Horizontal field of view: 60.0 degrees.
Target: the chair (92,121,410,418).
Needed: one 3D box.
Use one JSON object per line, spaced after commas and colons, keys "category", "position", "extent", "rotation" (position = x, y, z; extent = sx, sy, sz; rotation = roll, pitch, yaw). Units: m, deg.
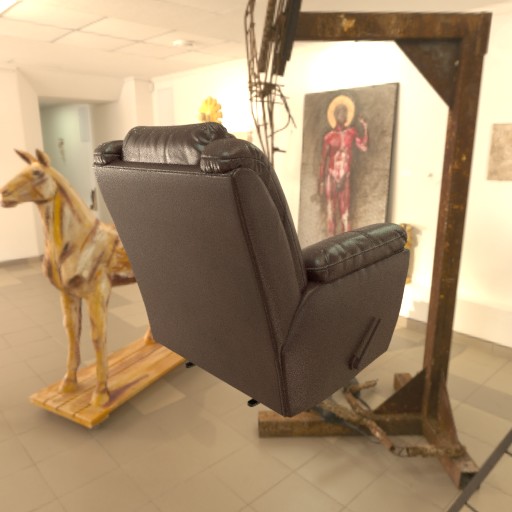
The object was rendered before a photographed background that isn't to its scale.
{"category": "chair", "position": [0.000, 0.000, 1.955], "extent": [1.041, 1.093, 0.990], "rotation": [-13, 19, -42]}
